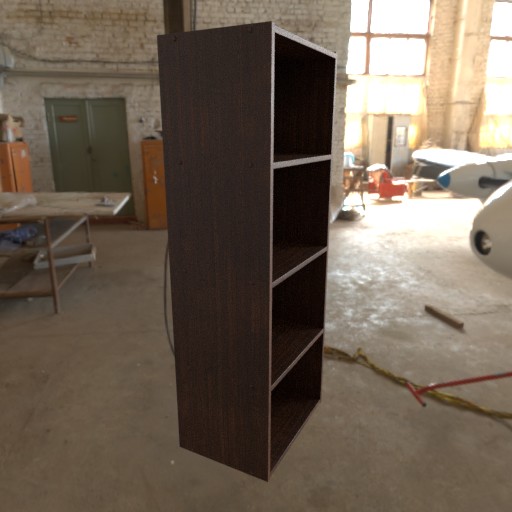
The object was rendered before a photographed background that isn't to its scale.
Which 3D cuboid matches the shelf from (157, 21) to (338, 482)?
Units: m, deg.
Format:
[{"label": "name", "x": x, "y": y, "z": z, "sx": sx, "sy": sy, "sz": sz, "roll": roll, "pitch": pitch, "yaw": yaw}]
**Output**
[{"label": "shelf", "x": 0.000, "y": 0.000, "z": 1.259, "sx": 0.290, "sy": 1.099, "sz": 0.415, "roll": 8, "pitch": 18, "yaw": 27}]
